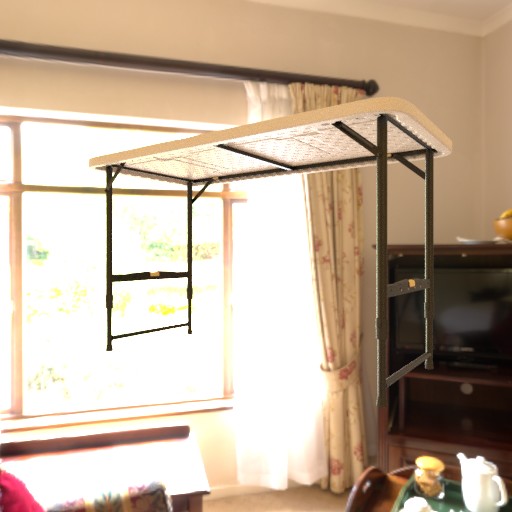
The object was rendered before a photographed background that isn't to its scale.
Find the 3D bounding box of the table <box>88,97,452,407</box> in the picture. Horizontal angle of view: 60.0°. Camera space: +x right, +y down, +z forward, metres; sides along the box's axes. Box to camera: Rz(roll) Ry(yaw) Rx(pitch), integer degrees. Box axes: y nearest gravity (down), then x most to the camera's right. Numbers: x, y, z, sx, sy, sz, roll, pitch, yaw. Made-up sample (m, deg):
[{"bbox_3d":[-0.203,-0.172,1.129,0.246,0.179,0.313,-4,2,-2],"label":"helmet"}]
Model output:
[{"bbox_3d":[0.000,0.000,1.586,1.219,0.737,0.610,0,0,35],"label":"table"}]
